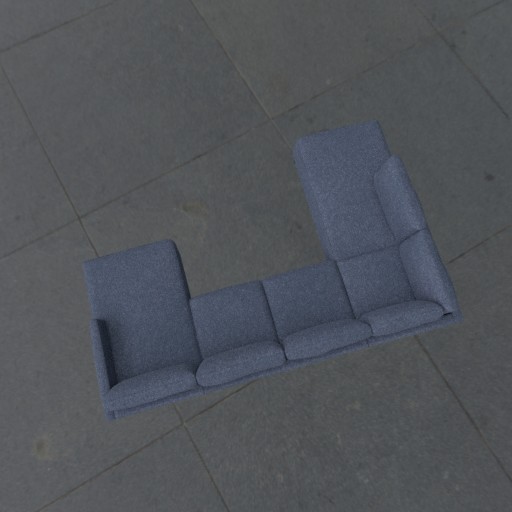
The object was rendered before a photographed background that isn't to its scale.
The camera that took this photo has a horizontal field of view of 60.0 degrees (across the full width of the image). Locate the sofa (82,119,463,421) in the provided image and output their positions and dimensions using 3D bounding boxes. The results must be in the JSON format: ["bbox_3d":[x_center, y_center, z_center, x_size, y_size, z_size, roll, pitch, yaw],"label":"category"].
[{"bbox_3d":[0.000,0.000,3.857,2.956,0.813,2.007,-15,76,-4],"label":"sofa"}]
